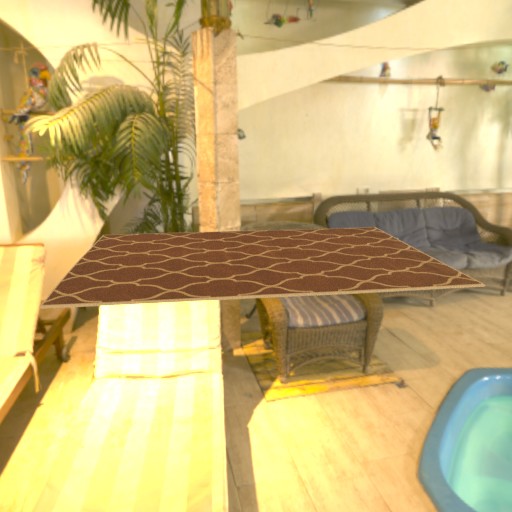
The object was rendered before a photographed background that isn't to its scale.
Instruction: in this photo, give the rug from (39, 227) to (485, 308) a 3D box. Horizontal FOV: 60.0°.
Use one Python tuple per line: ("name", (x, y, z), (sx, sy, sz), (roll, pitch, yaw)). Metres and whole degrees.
("rug", (0.000, 0.000, 2.954), (2.290, 0.014, 1.526), (-2, 16, -7))
